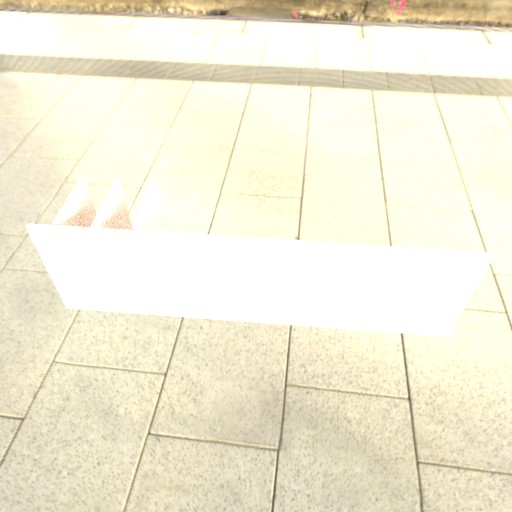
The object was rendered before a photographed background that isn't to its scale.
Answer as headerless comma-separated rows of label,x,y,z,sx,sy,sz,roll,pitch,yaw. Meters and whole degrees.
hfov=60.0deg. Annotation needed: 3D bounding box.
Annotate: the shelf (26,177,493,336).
shelf,0.000,0.000,1.140,1.020,0.300,0.200,4,46,4
